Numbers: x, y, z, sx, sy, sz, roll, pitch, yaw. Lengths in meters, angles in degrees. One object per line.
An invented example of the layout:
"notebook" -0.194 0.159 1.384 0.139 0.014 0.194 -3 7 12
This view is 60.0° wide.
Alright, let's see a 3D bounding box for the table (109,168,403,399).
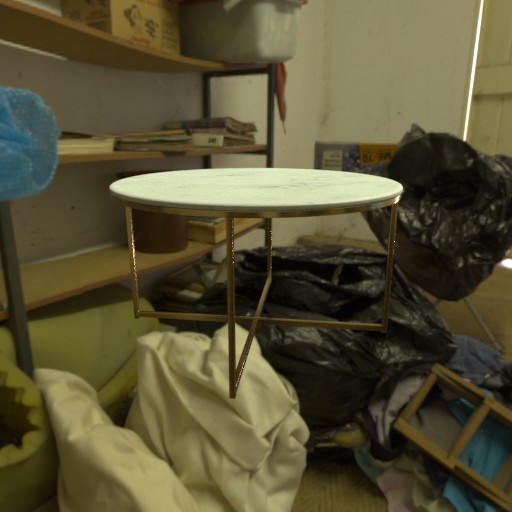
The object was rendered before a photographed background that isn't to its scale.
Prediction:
"table" 0.000 0.000 1.328 0.800 0.450 0.800 0 16 0
